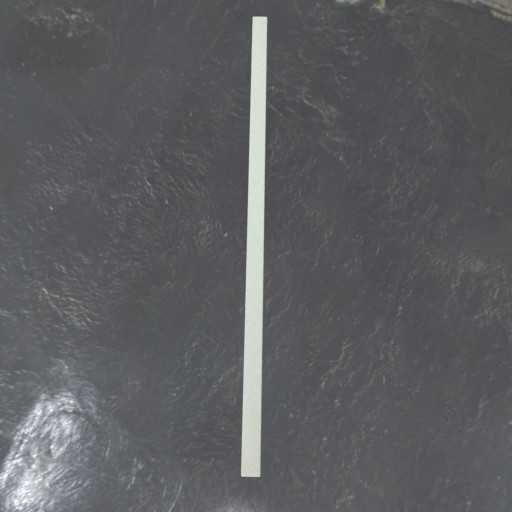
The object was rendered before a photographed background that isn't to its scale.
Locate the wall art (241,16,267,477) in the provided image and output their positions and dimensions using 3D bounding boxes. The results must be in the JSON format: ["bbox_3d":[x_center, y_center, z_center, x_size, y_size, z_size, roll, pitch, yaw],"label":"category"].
[{"bbox_3d":[0.000,0.000,1.427,0.040,0.765,1.149,1,75,0],"label":"wall art"}]
